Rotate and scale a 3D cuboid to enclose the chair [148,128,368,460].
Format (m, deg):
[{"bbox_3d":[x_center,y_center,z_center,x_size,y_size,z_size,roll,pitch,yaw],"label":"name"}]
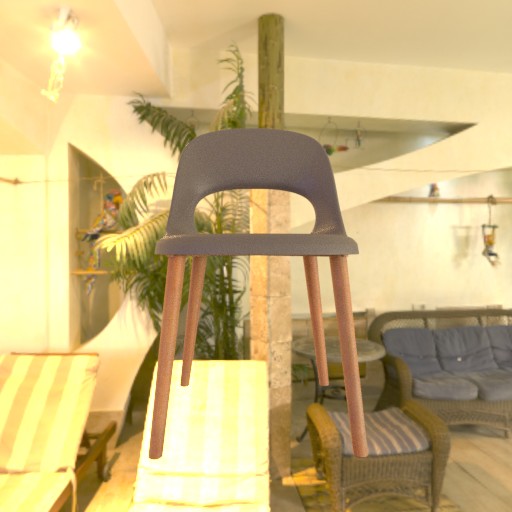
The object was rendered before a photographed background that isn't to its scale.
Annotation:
[{"bbox_3d":[0.000,0.000,1.131,0.470,0.795,0.556,0,1,-1],"label":"chair"}]
